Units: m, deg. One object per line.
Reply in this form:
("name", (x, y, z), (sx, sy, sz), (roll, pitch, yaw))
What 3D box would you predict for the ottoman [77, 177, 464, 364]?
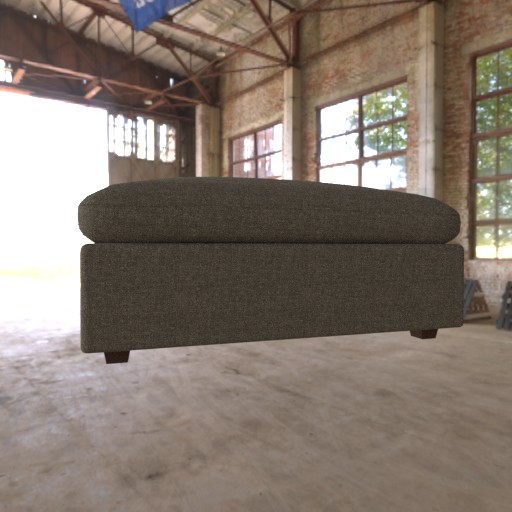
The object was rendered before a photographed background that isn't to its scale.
("ottoman", (0.000, 0.000, 1.443), (1.041, 0.483, 0.711), (0, 1, -18))
